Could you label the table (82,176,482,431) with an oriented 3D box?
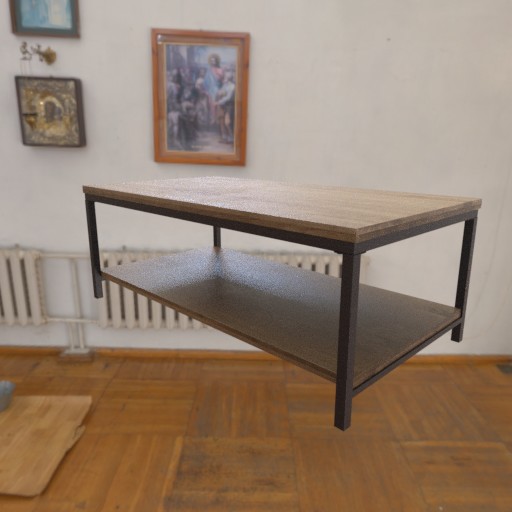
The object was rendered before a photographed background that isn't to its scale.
[{"bbox_3d":[0.000,0.000,1.350,0.574,0.393,1.062,-14,20,-43],"label":"table"}]
